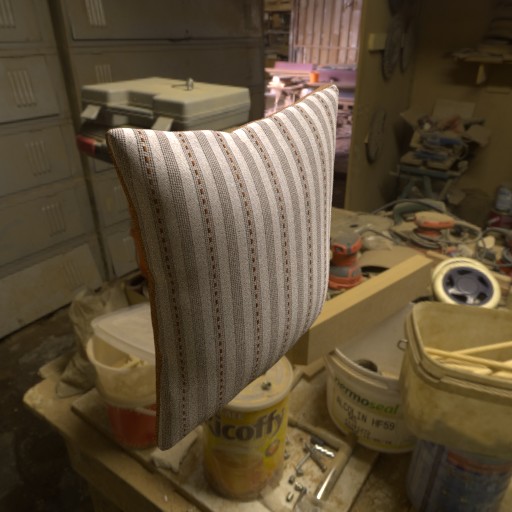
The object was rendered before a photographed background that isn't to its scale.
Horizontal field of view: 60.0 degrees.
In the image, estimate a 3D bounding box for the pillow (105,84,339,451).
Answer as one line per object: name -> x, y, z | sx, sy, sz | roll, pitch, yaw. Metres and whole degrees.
pillow -> 0.000, 0.000, 0.648 | 0.147, 0.437, 0.432 | 18, 32, 32
